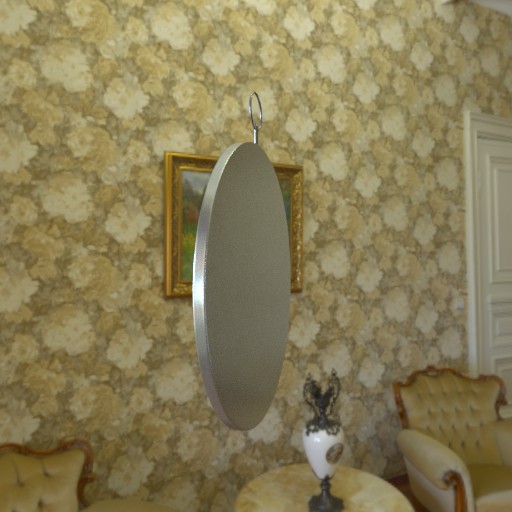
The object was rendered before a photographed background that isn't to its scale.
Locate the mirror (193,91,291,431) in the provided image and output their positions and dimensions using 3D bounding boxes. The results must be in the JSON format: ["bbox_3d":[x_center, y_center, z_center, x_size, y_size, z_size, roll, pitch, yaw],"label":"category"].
[{"bbox_3d":[0.000,0.000,0.959,0.020,0.713,0.594,0,-1,17],"label":"mirror"}]
